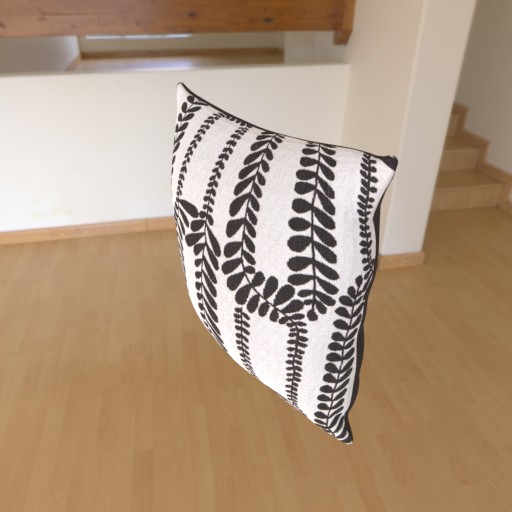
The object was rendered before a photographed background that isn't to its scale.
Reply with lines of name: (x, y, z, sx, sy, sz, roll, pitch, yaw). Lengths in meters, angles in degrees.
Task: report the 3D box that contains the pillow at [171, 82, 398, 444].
pillow: (0.000, 0.000, 0.671, 0.182, 0.441, 0.440, -21, 37, -31)
